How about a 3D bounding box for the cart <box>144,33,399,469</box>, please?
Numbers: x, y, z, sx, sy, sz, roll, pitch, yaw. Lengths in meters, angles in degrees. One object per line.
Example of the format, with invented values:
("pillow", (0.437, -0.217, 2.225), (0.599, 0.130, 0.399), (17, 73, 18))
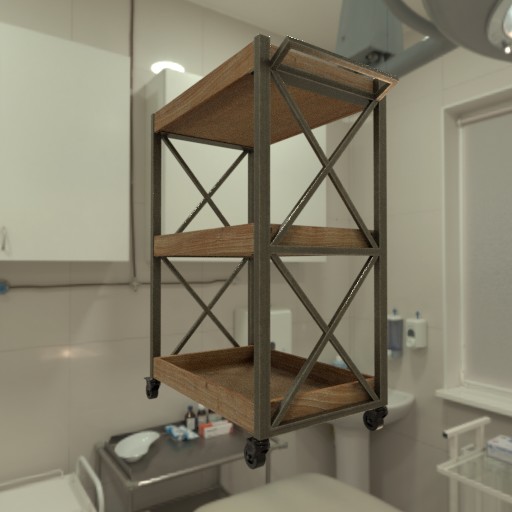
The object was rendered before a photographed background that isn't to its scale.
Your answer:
("cart", (0.000, 0.000, 1.170), (0.377, 0.835, 0.673), (1, -1, -35))
